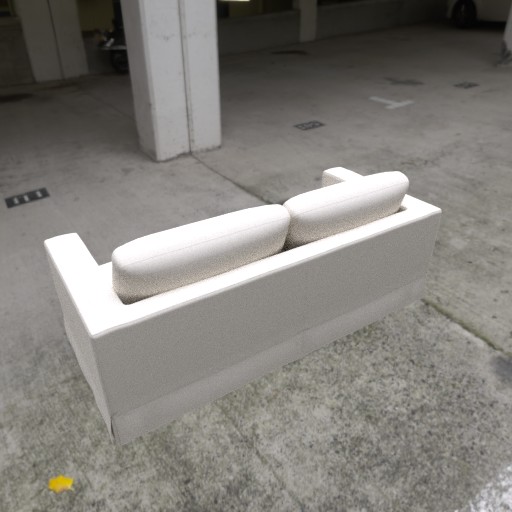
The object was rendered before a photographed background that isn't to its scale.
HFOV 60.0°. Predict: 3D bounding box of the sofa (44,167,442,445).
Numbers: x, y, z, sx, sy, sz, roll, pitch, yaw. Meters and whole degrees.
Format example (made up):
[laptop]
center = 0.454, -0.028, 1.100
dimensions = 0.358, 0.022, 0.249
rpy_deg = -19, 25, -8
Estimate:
[sofa]
center = 0.000, 0.000, 2.656
dimensions = 2.163, 0.881, 0.954
rpy_deg = -18, 35, -28
